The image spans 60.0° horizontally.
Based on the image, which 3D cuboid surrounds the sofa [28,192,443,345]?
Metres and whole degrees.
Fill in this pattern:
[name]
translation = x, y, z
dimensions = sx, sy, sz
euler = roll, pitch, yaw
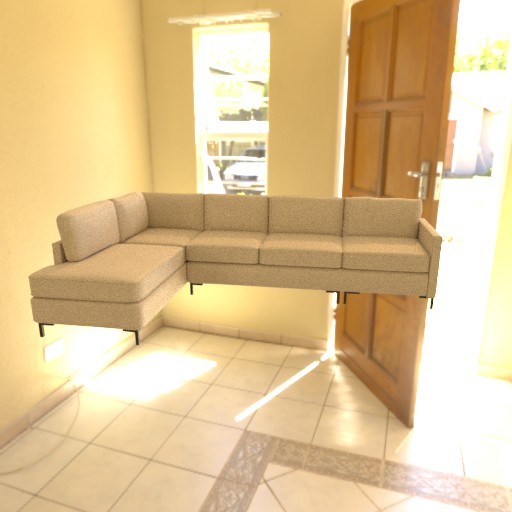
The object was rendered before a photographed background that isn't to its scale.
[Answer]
[sofa]
translation = 0.000, 0.000, 4.223
dimensions = 3.384, 0.996, 2.048
euler = 3, 16, 9
